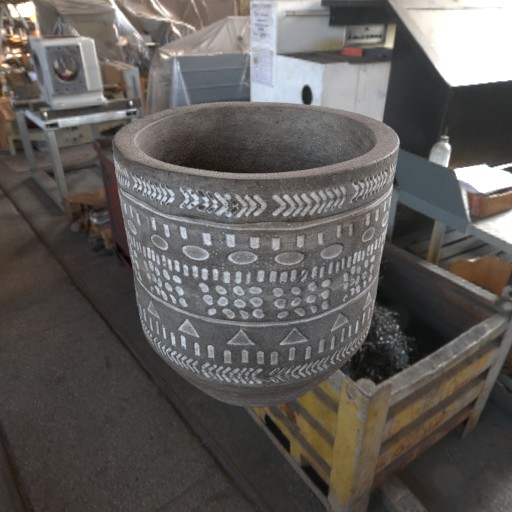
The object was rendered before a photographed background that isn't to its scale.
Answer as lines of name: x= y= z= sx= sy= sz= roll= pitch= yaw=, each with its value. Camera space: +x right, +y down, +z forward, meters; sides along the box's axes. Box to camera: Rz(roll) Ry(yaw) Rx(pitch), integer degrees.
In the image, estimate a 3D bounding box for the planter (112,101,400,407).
planter: x=0.000 y=0.000 z=0.224 sx=0.122 sy=0.128 sz=0.122 roll=0 pitch=31 yaw=0
